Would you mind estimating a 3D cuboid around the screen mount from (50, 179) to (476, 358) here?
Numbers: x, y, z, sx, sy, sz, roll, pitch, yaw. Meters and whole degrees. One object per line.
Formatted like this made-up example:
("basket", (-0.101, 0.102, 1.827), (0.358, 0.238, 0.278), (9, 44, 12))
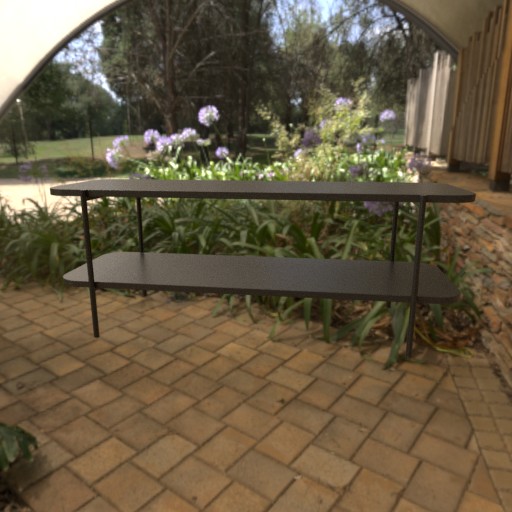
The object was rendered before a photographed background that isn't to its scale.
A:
("screen mount", (0.000, 0.000, 1.420), (1.200, 0.447, 0.400), (2, 14, 8))
